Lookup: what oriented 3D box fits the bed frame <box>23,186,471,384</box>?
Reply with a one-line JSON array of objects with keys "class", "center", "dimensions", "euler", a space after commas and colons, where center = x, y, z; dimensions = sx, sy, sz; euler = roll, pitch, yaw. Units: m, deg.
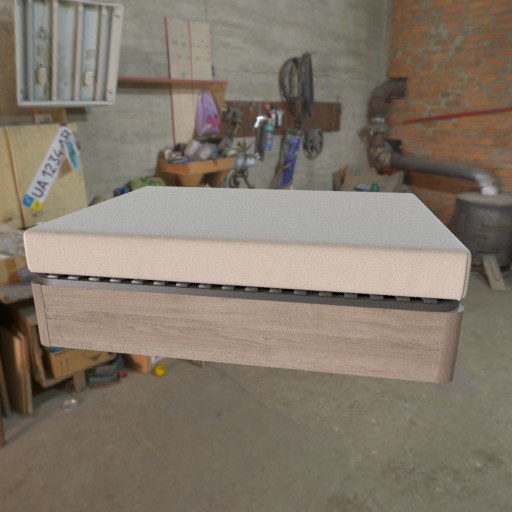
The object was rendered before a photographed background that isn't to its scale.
[{"class": "bed frame", "center": [0.000, 0.000, 2.523], "dimensions": [1.900, 0.561, 1.400], "euler": [3, 18, 10]}]
